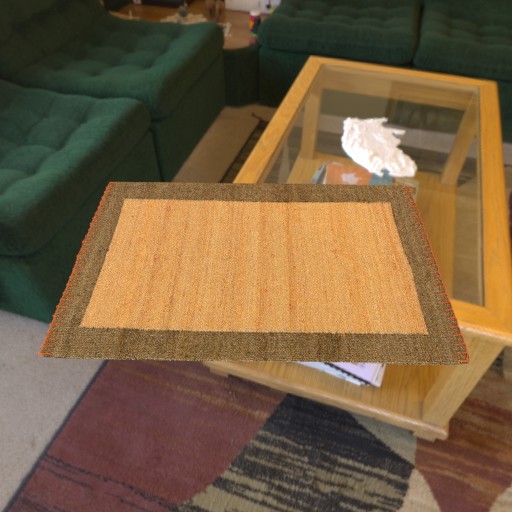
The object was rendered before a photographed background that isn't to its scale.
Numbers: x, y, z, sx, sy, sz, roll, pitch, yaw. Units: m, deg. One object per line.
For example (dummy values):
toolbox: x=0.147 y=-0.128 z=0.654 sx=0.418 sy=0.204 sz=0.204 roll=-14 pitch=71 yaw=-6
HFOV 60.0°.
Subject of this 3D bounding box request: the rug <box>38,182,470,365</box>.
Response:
rug: x=0.000 y=0.000 z=2.273 sx=1.838 sy=0.019 sz=1.220 roll=1 pitch=46 yaw=1
